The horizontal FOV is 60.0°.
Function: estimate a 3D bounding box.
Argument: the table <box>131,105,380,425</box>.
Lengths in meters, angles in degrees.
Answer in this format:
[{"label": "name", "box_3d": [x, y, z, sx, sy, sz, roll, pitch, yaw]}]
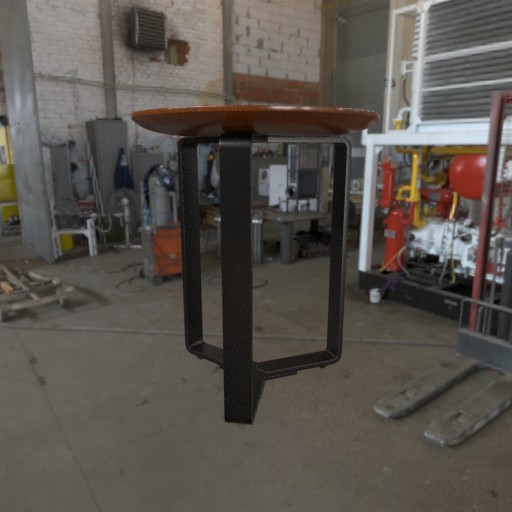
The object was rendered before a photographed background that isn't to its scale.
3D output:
[{"label": "table", "box_3d": [0.000, 0.000, 0.753, 0.380, 0.450, 0.410, 2, 14, 9]}]
